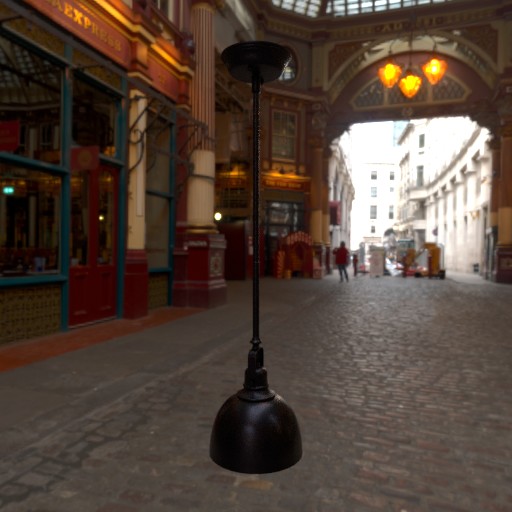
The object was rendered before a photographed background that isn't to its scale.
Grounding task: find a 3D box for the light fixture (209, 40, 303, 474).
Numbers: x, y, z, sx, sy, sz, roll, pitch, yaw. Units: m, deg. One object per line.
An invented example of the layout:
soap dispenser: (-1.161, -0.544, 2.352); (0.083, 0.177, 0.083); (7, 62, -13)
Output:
light fixture: (0.000, 0.000, 0.862); (0.182, 0.768, 0.182); (0, 1, 18)
